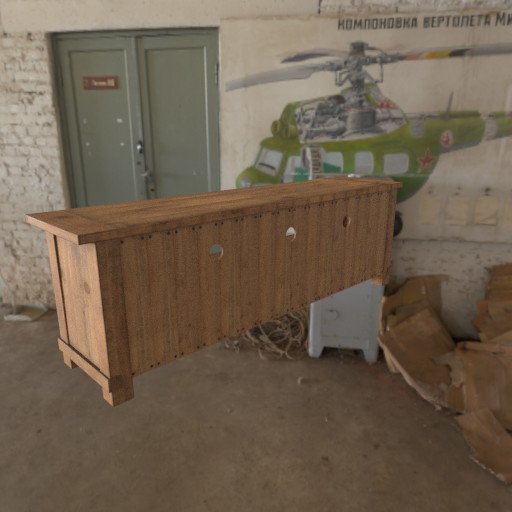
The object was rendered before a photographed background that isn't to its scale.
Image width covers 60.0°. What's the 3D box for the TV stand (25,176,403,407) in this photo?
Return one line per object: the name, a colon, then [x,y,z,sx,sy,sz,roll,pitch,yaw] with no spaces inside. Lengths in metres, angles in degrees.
TV stand: [0.000,0.000,2.056,1.804,0.573,0.453,-15,22,-42]
